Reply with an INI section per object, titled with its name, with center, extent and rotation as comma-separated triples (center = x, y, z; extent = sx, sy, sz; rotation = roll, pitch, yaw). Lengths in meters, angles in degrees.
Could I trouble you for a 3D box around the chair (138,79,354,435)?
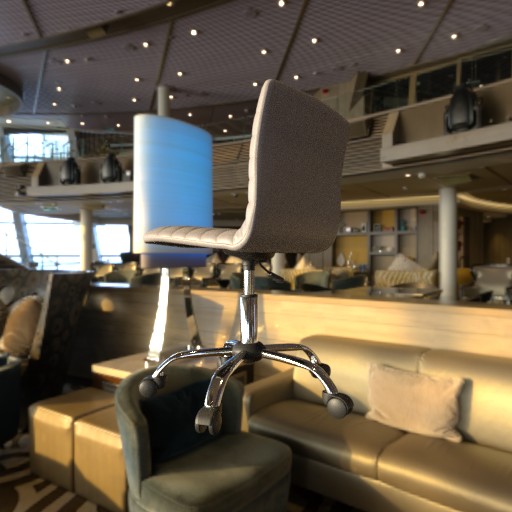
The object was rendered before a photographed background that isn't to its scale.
[chair]
center = 0.000, 0.000, 1.179
extent = 0.542, 0.750, 0.569
rotation = 0, 0, 36
